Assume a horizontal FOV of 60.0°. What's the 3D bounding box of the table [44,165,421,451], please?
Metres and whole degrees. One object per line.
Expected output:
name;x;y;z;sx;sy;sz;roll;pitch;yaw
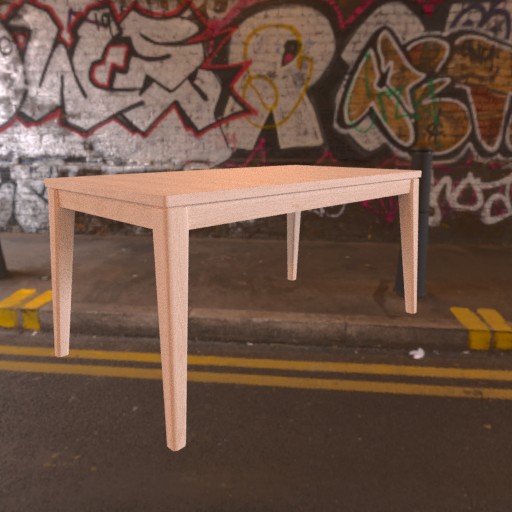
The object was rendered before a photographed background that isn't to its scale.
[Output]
table;0.000;0.000;2.088;0.900;0.760;1.600;14;20;43
